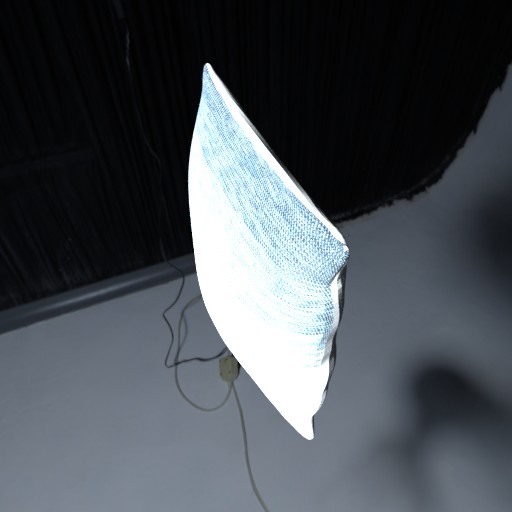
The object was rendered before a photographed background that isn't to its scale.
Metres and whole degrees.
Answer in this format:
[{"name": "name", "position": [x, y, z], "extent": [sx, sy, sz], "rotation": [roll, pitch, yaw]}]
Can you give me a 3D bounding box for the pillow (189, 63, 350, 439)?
[{"name": "pillow", "position": [0.000, 0.000, 0.692], "extent": [0.182, 0.441, 0.440], "rotation": [-16, 48, -15]}]
